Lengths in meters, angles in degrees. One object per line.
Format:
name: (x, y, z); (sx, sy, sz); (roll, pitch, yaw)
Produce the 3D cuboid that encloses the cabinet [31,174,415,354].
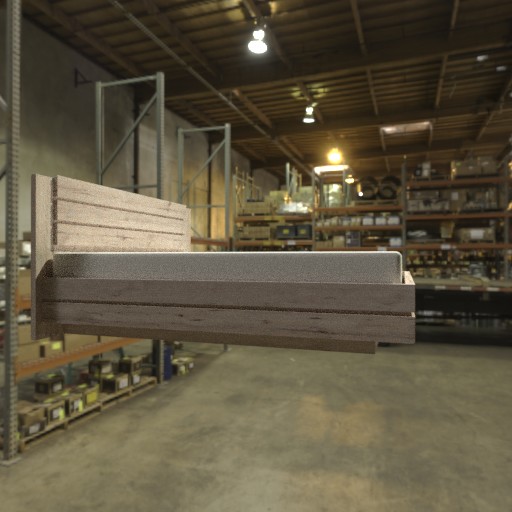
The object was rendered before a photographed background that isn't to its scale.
cabinet: (0.000, 0.000, 3.145); (2.080, 0.970, 1.950); (0, 0, 18)
